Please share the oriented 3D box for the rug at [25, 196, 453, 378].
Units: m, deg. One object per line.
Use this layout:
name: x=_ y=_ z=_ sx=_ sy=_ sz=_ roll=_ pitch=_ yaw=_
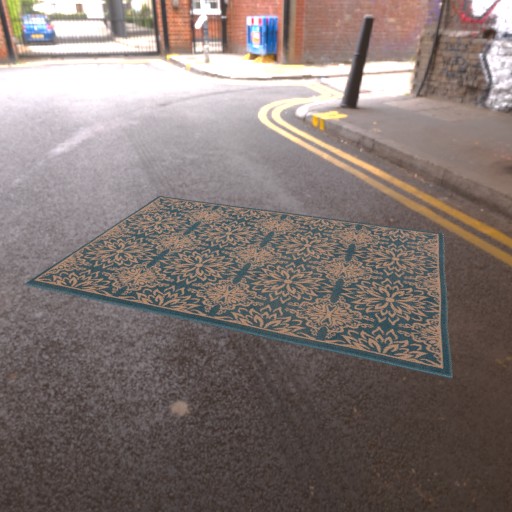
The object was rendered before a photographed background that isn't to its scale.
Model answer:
rug: x=0.000 y=0.000 z=2.273 sx=1.833 sy=0.012 sz=1.211 roll=9 pitch=30 yaw=17
